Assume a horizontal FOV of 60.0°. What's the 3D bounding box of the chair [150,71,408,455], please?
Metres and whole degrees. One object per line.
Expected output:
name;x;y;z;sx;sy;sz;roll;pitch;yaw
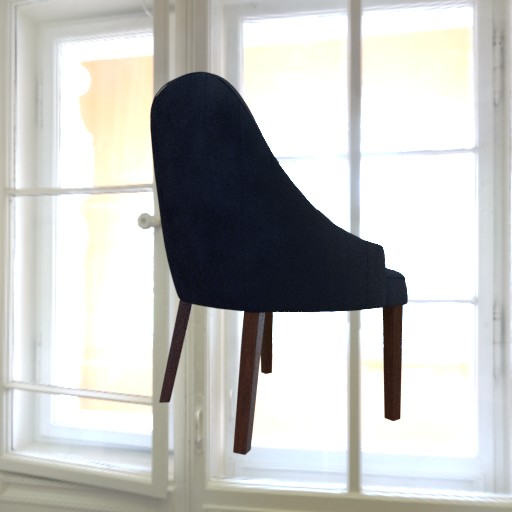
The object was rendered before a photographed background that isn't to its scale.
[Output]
chair;0.000;0.000;1.293;0.575;0.889;0.643;0;1;-36
